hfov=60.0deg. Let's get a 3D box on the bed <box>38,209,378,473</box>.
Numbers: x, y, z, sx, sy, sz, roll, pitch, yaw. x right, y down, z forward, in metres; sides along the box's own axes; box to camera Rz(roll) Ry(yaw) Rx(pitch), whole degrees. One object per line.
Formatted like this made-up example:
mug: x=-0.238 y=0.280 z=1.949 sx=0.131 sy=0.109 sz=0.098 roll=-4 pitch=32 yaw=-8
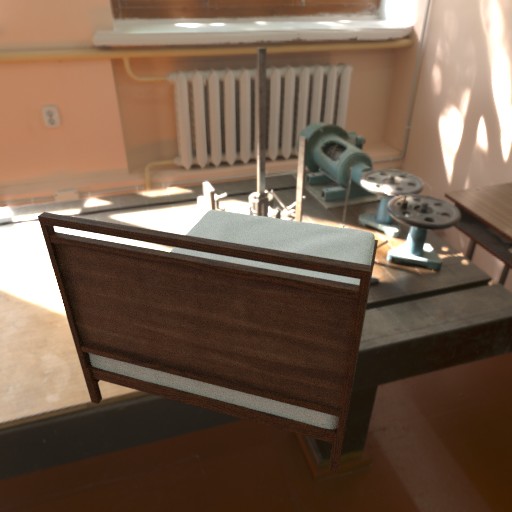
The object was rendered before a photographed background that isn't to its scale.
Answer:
bed: x=0.000 y=0.000 z=3.447 sx=1.765 sy=1.487 sz=2.218 roll=10 pitch=33 yaw=15
